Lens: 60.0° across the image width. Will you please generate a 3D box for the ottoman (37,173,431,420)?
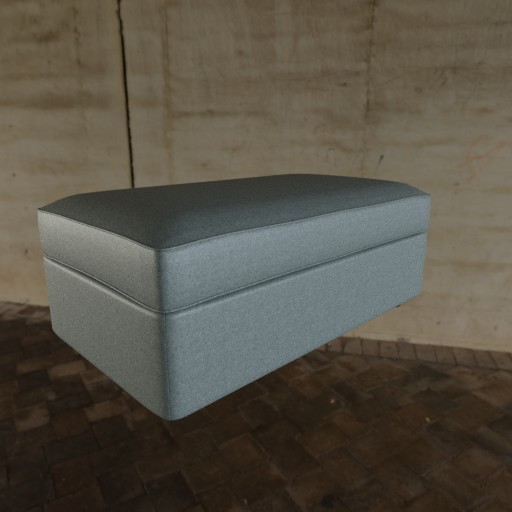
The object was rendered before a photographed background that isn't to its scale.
[{"bbox_3d":[0.000,0.000,1.506,1.173,0.494,0.681,-15,21,-42],"label":"ottoman"}]
